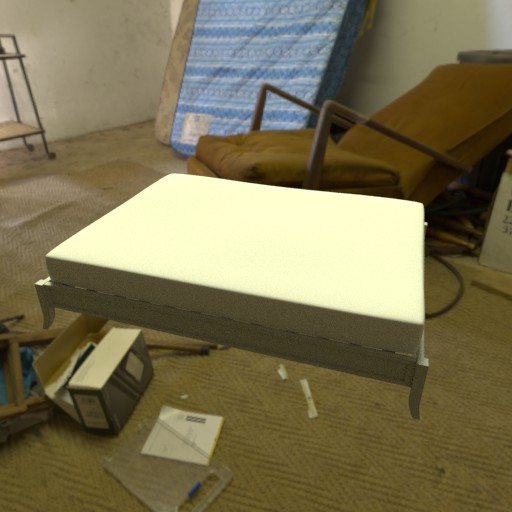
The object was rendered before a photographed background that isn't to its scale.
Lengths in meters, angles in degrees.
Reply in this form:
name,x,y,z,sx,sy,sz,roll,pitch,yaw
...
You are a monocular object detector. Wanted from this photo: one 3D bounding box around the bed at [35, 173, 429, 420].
name,x,y,z,sx,sy,sz,roll,pitch,yaw
bed,0.000,0.000,2.856,2.108,0.510,1.604,9,30,16
